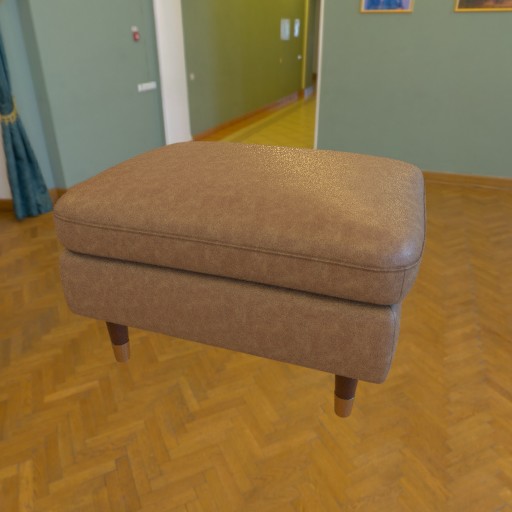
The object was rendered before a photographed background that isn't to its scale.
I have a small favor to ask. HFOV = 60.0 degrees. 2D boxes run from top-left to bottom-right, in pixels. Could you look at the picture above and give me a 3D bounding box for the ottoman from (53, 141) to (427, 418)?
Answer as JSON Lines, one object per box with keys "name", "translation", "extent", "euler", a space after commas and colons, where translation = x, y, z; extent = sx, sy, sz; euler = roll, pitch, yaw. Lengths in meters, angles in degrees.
{"name": "ottoman", "translation": [0.000, 0.000, 1.095], "extent": [0.747, 0.478, 0.593], "euler": [9, 28, 17]}
